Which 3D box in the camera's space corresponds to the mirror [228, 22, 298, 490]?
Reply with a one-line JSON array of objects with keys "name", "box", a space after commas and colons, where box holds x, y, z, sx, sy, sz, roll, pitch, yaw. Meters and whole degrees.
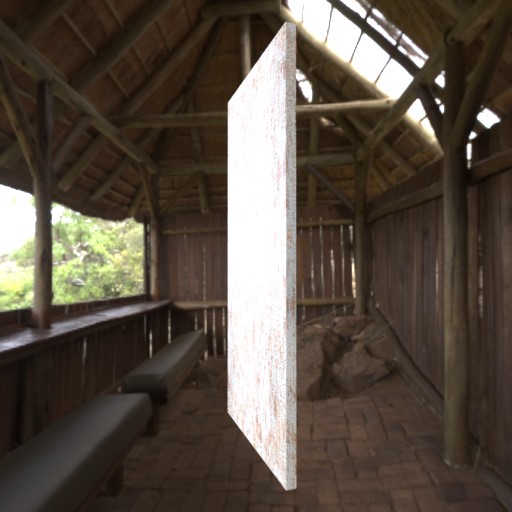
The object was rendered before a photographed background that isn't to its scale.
[{"name": "mirror", "box": [0.000, 0.000, 1.100, 0.027, 0.922, 0.472, 0, -1, -18]}]
